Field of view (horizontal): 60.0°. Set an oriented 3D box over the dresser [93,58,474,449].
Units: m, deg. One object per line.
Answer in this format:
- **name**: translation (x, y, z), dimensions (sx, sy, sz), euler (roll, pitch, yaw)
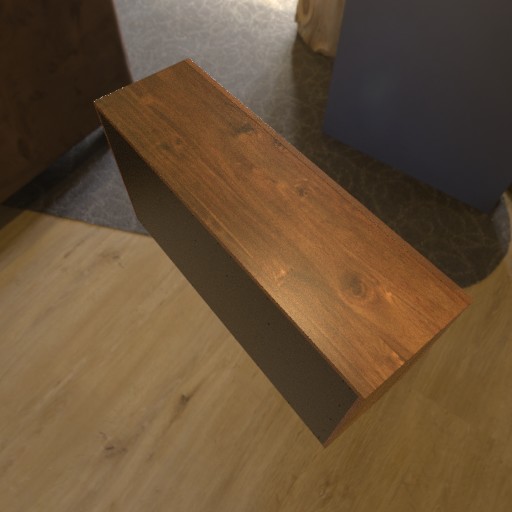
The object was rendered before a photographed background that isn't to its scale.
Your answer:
- **dresser**: translation (0.000, 0.000, 1.807), dimensions (0.446, 0.873, 1.400), euler (-34, 64, -19)
